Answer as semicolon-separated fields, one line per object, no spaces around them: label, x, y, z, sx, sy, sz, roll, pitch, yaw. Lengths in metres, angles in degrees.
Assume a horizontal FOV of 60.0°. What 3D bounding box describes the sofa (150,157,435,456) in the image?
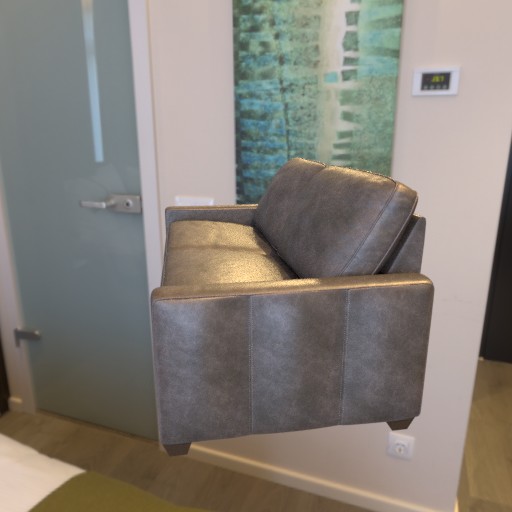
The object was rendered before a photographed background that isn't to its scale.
sofa;0.000;0.000;2.234;0.939;0.916;1.732;-3;16;-9
